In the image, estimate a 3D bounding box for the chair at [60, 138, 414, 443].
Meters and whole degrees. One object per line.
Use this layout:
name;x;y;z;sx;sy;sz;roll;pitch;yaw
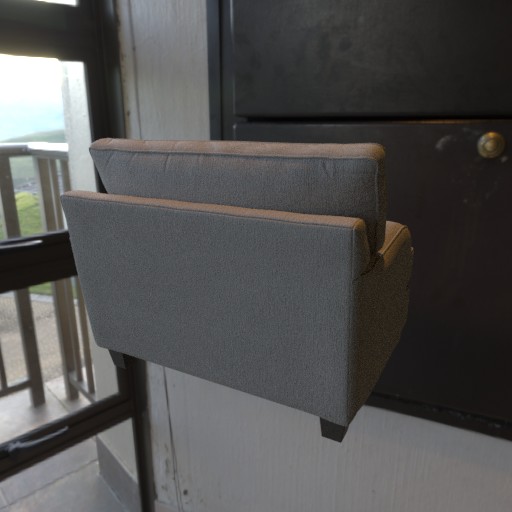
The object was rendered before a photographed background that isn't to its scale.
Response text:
chair;0.000;0.000;1.969;1.220;1.016;1.041;9;19;27
